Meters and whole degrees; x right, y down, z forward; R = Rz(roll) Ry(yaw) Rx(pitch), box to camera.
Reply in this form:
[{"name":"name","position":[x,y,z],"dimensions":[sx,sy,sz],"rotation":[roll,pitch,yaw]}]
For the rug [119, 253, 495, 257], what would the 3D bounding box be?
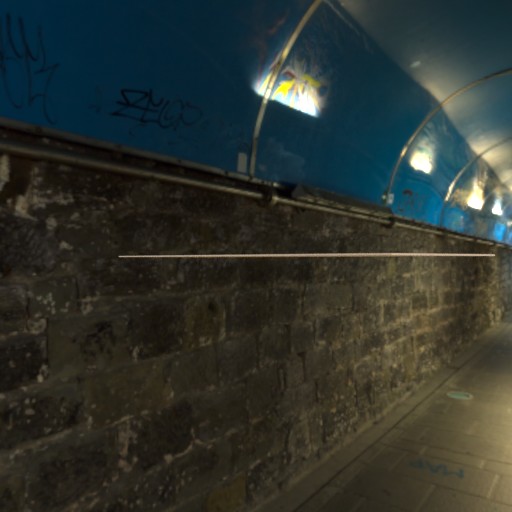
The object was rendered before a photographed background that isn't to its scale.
[{"name":"rug","position":[0.000,0.000,2.675],"dimensions":[0.762,0.008,2.439],"rotation":[0,0,-38]}]
